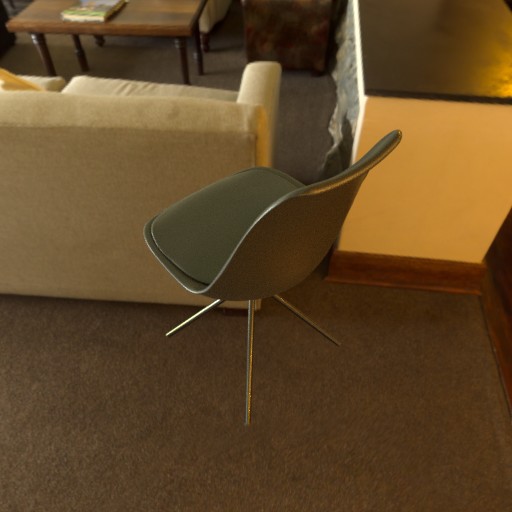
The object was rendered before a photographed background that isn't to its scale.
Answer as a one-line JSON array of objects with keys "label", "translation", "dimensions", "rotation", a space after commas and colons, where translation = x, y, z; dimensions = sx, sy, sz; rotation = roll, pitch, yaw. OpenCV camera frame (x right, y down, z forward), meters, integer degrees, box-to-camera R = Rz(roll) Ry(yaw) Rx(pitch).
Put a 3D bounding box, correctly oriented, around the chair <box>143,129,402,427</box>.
[{"label": "chair", "translation": [0.000, 0.000, 1.151], "dimensions": [0.461, 0.850, 0.525], "rotation": [-33, 55, -27]}]
